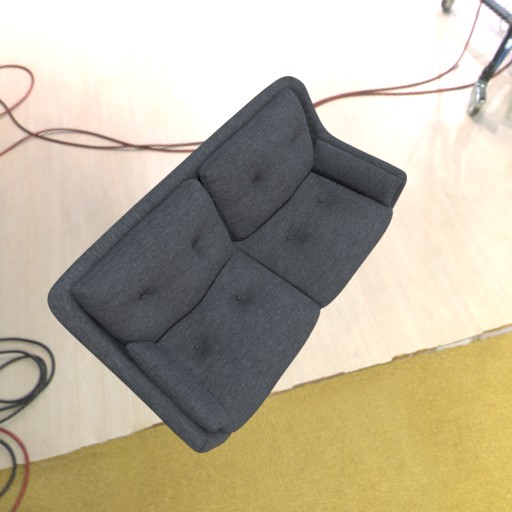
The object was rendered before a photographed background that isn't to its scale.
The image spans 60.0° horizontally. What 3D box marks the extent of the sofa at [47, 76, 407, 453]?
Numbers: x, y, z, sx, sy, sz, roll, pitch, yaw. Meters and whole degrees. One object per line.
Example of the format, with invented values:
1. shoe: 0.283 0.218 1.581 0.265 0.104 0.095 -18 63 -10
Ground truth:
1. sofa: 0.000 0.000 2.466 0.975 0.896 1.929 33 65 18
